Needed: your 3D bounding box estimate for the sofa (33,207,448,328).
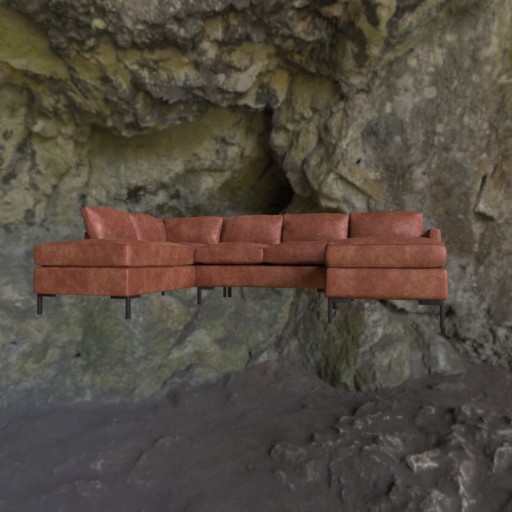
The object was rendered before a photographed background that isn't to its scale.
[{"bbox_3d":[0.000,0.000,3.819,2.956,0.900,1.939,0,0,18],"label":"sofa"}]
